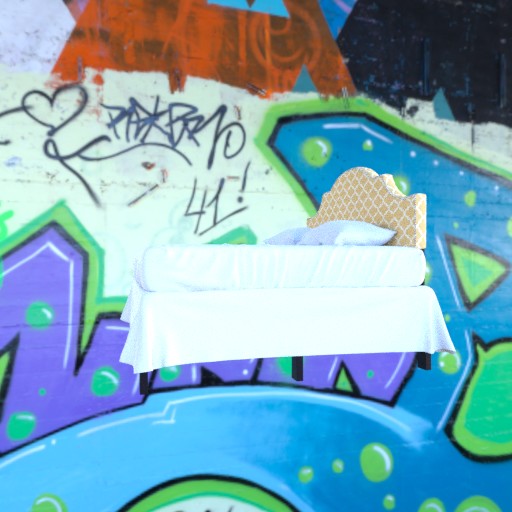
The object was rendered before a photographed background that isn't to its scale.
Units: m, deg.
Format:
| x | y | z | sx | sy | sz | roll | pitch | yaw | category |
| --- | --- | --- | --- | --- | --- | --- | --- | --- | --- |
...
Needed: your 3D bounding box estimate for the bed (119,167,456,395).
| x | y | z | sx | sy | sz | roll | pitch | yaw | category |
| --- | --- | --- | --- | --- | --- | --- | --- | --- | --- |
| 0.000 | 0.000 | 3.784 | 2.222 | 1.601 | 2.314 | 0 | 0 | -17 | bed |
